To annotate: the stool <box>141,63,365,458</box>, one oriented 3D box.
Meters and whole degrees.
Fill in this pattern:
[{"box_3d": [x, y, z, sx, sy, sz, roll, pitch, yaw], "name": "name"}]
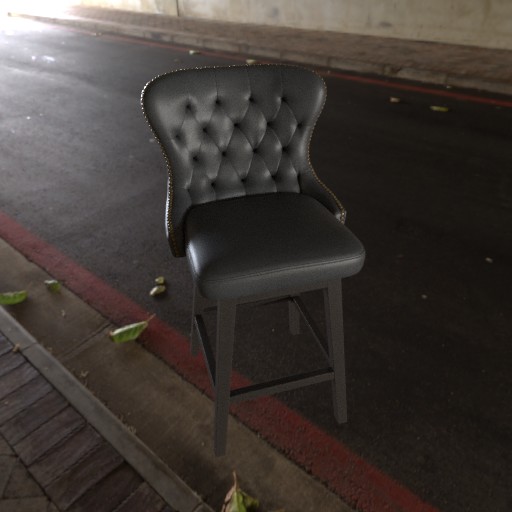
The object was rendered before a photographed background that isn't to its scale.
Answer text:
[{"box_3d": [0.000, 0.000, 1.325, 0.528, 0.971, 0.593, -9, 35, -14], "name": "stool"}]
